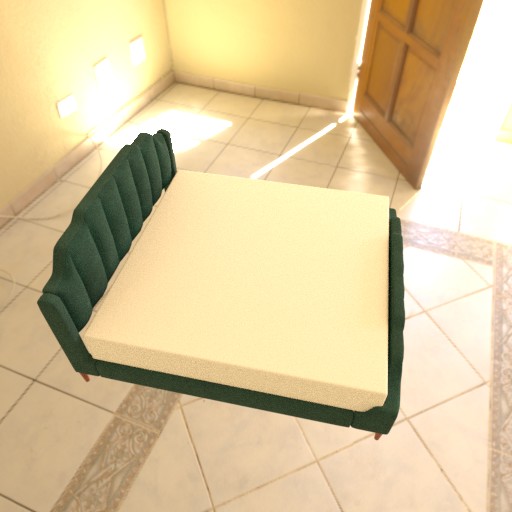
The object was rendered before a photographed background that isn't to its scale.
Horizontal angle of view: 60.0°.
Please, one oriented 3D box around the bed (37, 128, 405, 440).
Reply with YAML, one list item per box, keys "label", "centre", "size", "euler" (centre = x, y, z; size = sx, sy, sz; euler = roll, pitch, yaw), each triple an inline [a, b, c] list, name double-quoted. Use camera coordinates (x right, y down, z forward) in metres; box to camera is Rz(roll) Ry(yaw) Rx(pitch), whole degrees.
- label: "bed"
  centre: [0.000, 0.000, 3.529]
  size: [2.340, 1.245, 2.074]
  euler: [9, 47, 8]
